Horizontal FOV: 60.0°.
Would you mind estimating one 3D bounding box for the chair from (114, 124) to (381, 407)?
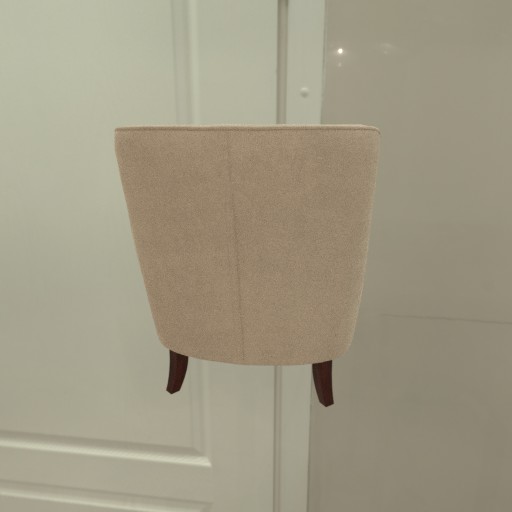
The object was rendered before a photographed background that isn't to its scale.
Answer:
[{"bbox_3d":[0.000,0.000,1.634,0.781,0.920,0.910,2,15,8],"label":"chair"}]
